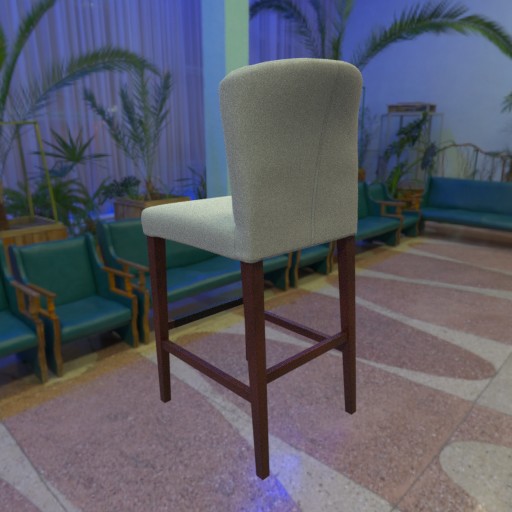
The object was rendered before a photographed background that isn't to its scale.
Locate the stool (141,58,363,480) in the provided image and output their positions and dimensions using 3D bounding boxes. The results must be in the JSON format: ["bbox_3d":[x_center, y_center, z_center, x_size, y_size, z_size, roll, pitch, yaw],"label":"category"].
[{"bbox_3d":[0.000,0.000,1.374,0.479,1.069,0.568,-15,21,-42],"label":"stool"}]
